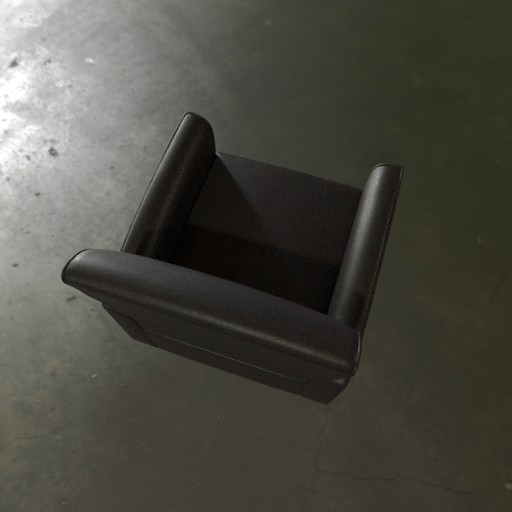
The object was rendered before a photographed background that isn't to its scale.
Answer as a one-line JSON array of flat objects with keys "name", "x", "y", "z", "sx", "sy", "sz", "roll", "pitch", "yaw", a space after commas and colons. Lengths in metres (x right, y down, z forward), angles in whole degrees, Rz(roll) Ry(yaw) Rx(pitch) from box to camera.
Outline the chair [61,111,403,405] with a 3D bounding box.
[{"name": "chair", "x": 0.000, "y": 0.000, "z": 1.577, "sx": 0.820, "sy": 0.916, "sz": 0.819, "roll": 17, "pitch": 65, "yaw": 8}]
